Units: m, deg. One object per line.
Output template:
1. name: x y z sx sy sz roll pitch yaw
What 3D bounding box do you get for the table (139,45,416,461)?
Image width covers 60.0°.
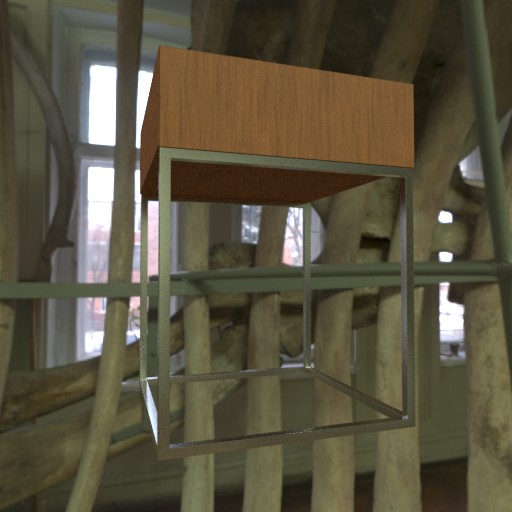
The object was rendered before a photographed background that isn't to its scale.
1. table: 0.000 0.000 0.825 0.398 0.540 0.397 1 -2 -18
